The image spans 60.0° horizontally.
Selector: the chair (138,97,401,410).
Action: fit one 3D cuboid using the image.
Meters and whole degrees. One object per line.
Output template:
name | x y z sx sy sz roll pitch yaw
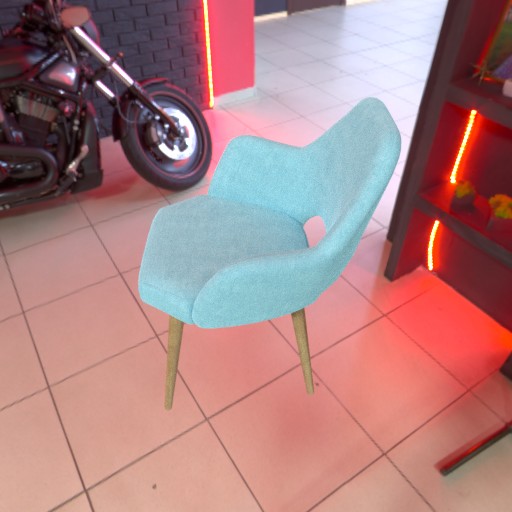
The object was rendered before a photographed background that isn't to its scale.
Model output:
chair | 0.000 0.000 1.250 0.610 0.840 0.590 0 42 0
